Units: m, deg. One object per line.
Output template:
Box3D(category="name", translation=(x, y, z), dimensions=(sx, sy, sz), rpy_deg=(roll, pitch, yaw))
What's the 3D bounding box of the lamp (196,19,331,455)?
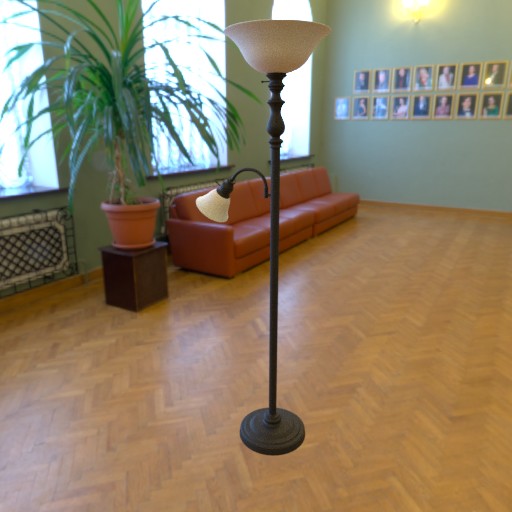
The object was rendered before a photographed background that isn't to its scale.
Box3D(category="lamp", translation=(0.000, 0.000, 1.969), dimensions=(0.588, 1.793, 0.405), rpy_deg=(9, 18, 28))
